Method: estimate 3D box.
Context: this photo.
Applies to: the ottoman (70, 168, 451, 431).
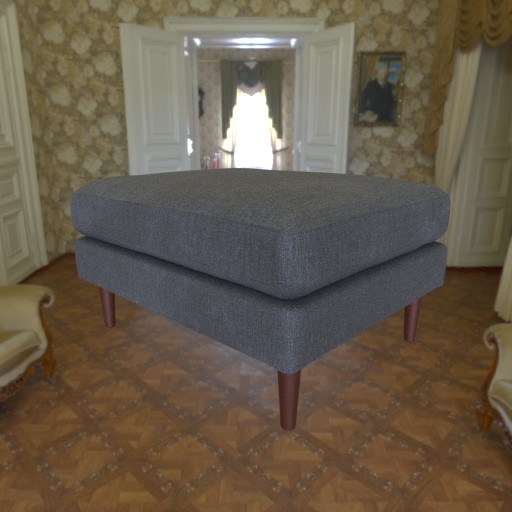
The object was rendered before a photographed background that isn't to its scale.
[{"bbox_3d":[0.000,0.000,1.254,0.821,0.474,0.693,14,21,42],"label":"ottoman"}]
